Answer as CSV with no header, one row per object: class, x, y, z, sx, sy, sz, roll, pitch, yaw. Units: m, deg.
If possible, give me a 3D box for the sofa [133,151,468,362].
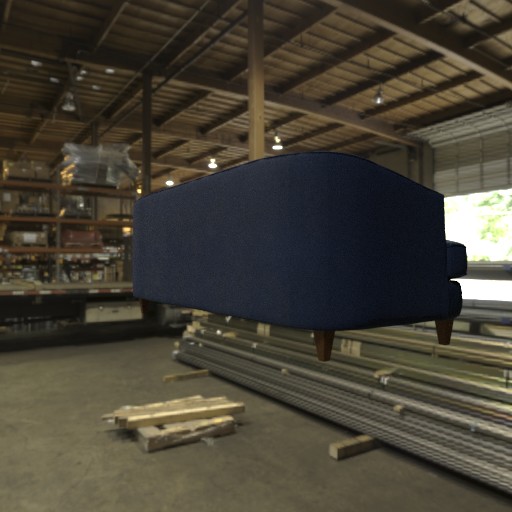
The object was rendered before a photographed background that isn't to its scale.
sofa,0.000,0.000,2.767,0.941,0.855,2.278,0,-1,-35
